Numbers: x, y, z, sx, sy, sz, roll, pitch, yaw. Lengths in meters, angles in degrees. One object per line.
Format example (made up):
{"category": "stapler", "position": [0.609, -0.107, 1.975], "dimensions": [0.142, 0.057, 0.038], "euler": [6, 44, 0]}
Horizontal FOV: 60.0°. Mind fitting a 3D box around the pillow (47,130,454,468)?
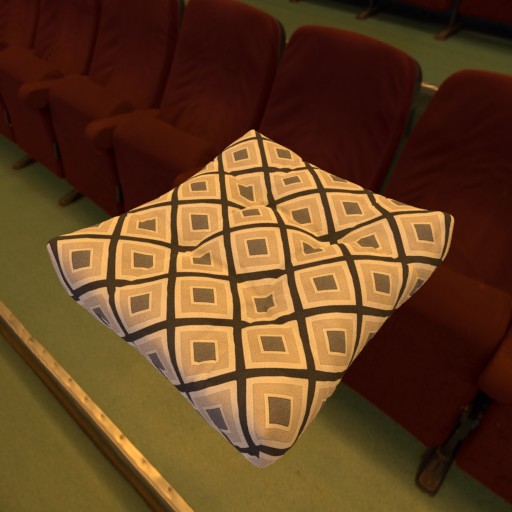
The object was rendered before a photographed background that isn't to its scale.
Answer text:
{"category": "pillow", "position": [0.000, 0.000, 0.727], "dimensions": [0.468, 0.128, 0.490], "euler": [32, 53, 28]}
